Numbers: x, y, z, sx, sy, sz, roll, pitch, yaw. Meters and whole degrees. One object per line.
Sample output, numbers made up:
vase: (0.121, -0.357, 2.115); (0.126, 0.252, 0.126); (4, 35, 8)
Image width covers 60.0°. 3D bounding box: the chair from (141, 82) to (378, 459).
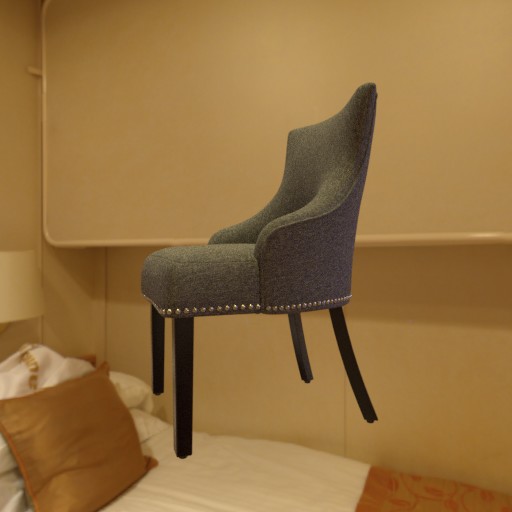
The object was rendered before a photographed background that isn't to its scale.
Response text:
chair: (0.000, 0.000, 1.308); (0.629, 0.909, 0.566); (0, 0, -19)
